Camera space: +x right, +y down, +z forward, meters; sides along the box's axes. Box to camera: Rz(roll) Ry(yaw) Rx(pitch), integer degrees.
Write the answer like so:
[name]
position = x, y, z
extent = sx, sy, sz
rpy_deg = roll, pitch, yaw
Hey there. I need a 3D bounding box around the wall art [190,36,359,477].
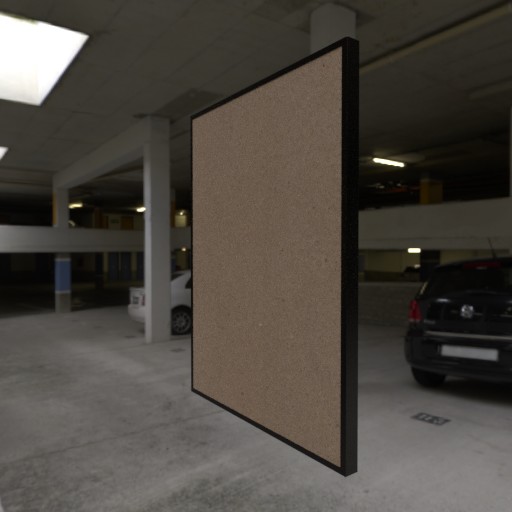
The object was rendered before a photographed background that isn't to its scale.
[wall art]
position = 0.000, 0.000, 1.381
extent = 0.043, 1.046, 0.788
rpy_deg = -1, 1, -36
